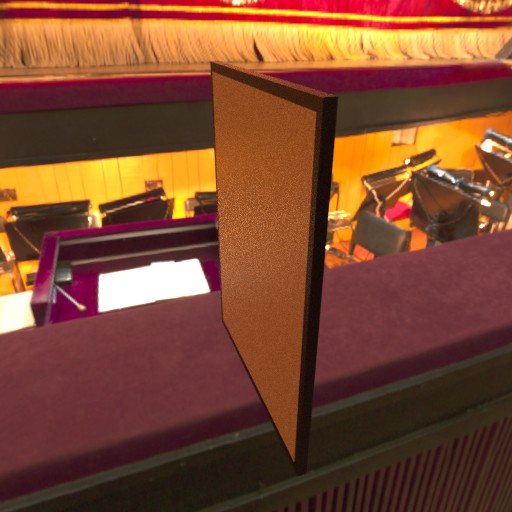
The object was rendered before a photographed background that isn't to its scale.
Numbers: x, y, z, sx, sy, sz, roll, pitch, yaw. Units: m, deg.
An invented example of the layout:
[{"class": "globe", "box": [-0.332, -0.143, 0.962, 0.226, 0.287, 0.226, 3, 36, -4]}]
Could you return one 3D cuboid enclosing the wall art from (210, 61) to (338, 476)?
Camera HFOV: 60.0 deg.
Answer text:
[{"class": "wall art", "box": [0.000, 0.000, 1.342, 0.030, 1.027, 0.774, -10, 30, -18]}]
